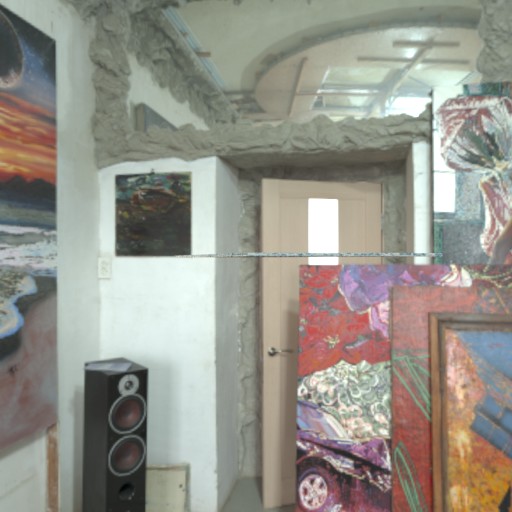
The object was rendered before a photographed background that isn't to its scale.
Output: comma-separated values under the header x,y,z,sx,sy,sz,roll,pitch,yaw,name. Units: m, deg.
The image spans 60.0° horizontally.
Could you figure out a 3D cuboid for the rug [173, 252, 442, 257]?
x,y,z,sx,sy,sz,roll,pitch,yaw,name
0.000,0.000,2.739,0.770,0.013,2.434,0,0,-16,rug
